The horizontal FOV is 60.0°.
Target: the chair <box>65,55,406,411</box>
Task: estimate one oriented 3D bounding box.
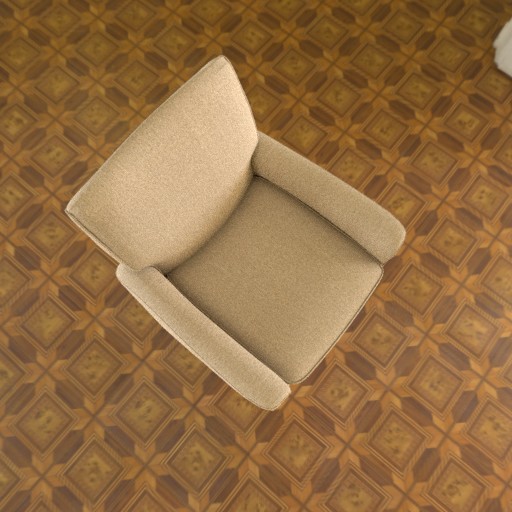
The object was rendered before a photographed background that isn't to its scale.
[{"bbox_3d":[0.000,0.000,1.672,0.864,1.014,0.848,38,77,10],"label":"chair"}]
